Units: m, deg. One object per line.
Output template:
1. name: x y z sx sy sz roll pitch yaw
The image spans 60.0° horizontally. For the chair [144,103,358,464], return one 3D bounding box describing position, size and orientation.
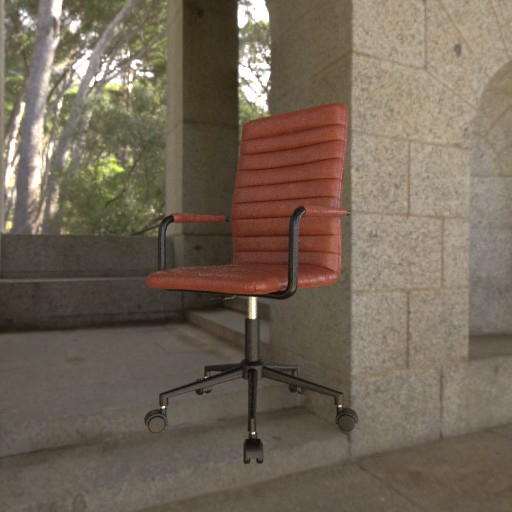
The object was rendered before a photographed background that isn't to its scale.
1. chair: 0.000 0.000 1.356 0.608 0.979 0.580 0 1 35
